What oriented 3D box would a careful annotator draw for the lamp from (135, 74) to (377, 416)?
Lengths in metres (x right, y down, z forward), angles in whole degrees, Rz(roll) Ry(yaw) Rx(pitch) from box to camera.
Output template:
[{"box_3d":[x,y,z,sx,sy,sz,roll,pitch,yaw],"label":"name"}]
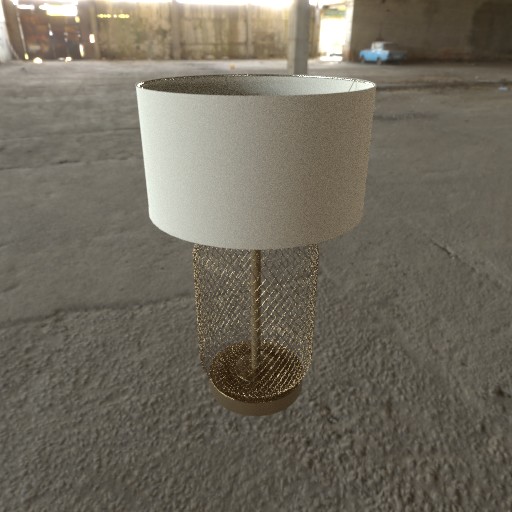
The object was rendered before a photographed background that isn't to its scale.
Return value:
[{"box_3d":[0.000,0.000,0.790,0.353,0.578,0.353,0,26,0],"label":"lamp"}]
